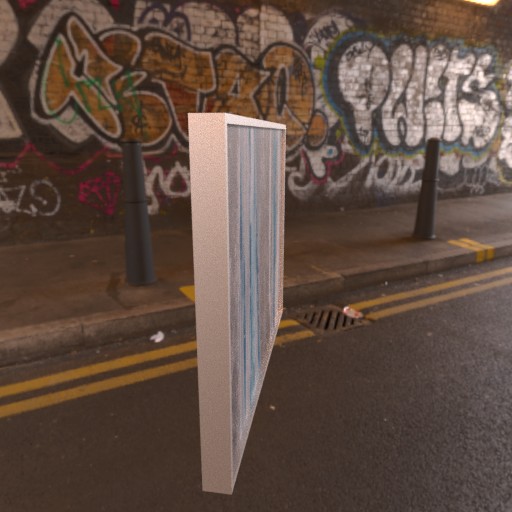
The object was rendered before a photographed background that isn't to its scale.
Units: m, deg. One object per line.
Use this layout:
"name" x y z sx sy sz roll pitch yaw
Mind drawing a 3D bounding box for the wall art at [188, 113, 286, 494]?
"wall art" 0.000 0.000 1.378 0.066 0.801 1.056 3 16 9
